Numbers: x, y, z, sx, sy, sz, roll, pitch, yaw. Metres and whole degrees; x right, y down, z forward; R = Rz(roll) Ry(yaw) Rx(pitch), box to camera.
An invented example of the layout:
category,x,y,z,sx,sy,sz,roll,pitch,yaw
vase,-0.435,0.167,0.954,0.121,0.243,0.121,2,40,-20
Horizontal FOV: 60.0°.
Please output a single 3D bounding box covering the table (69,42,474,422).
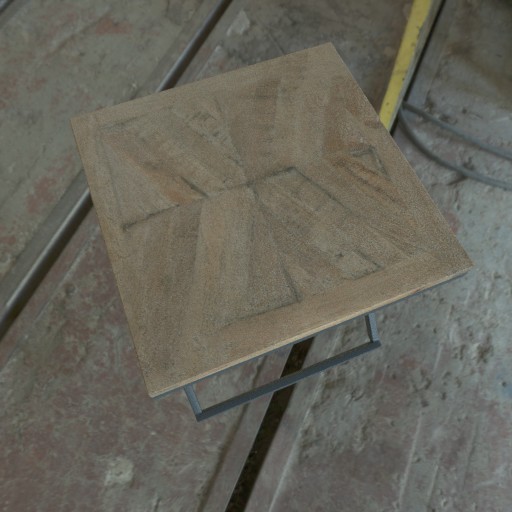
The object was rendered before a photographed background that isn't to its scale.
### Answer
category,x,y,z,sx,sy,sz,roll,pitch,yaw
table,0.000,0.000,0.956,0.499,0.550,0.498,-20,68,-9
